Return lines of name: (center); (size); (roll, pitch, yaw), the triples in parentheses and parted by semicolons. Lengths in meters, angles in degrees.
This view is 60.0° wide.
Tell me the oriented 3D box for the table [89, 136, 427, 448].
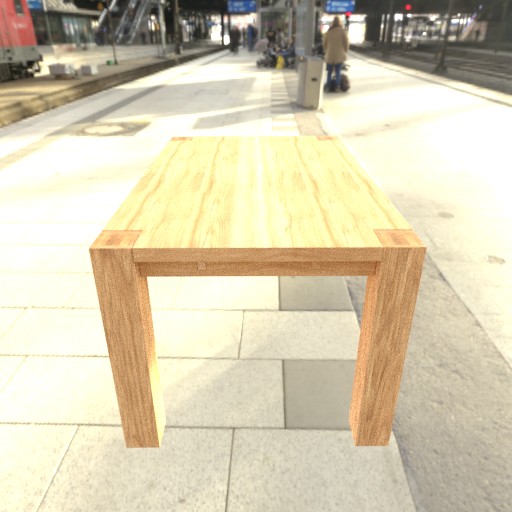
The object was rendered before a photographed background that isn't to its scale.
table: (0.000, 0.000, 1.971); (0.900, 0.760, 1.400); (0, 27, 0)
